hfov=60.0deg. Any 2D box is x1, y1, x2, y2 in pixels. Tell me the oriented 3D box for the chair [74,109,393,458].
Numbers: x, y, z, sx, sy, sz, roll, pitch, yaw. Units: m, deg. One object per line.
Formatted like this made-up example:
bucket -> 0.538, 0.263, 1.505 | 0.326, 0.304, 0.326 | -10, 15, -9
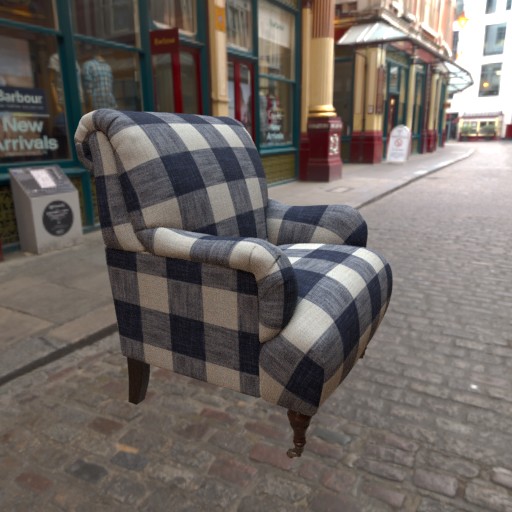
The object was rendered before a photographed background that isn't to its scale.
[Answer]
chair -> 0.000, 0.000, 1.533 | 0.848, 0.953, 0.781 | 8, 17, 27
